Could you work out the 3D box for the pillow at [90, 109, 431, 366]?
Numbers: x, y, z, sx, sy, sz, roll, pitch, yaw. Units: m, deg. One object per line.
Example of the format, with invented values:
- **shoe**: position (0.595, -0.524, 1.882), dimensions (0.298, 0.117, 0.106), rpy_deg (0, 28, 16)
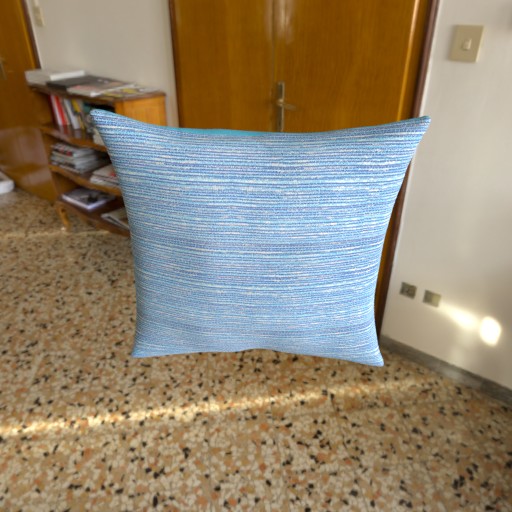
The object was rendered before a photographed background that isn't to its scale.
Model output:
- **pillow**: position (0.000, 0.000, 0.783), dimensions (0.514, 0.497, 0.150), rpy_deg (1, 30, 2)
